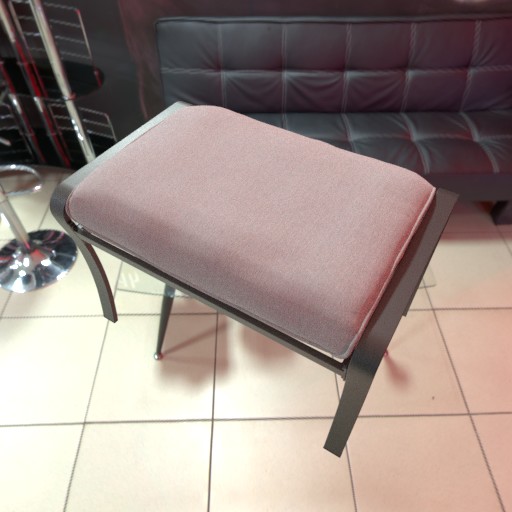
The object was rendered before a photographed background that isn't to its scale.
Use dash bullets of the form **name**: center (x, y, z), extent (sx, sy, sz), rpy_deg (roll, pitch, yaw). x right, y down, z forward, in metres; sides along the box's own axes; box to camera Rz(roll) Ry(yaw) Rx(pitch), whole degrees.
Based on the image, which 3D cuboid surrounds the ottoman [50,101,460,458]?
- **ottoman**: center (0.000, 0.000, 0.897), extent (0.610, 0.422, 0.406), rpy_deg (25, 53, 20)
